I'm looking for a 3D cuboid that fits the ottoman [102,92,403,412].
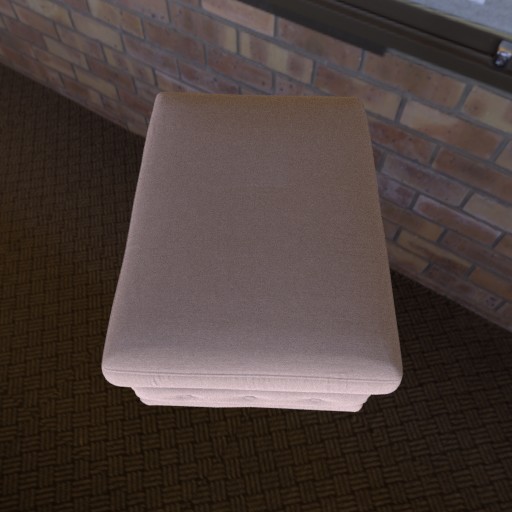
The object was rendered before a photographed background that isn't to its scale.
[{"bbox_3d":[0.000,0.000,1.164,0.569,0.500,0.771,1,59,1],"label":"ottoman"}]
